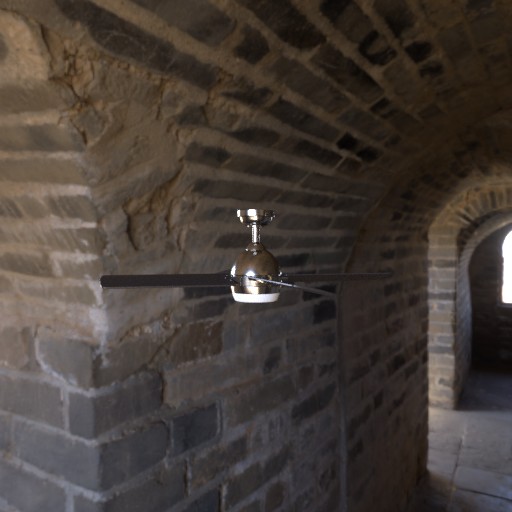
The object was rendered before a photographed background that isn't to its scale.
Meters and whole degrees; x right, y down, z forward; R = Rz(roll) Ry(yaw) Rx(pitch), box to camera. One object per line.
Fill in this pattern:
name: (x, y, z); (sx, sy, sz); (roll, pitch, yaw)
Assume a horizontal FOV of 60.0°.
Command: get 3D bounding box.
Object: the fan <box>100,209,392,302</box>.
fan: (0.000, 0.000, 2.003); (1.332, 0.403, 1.332); (0, 1, -17)
